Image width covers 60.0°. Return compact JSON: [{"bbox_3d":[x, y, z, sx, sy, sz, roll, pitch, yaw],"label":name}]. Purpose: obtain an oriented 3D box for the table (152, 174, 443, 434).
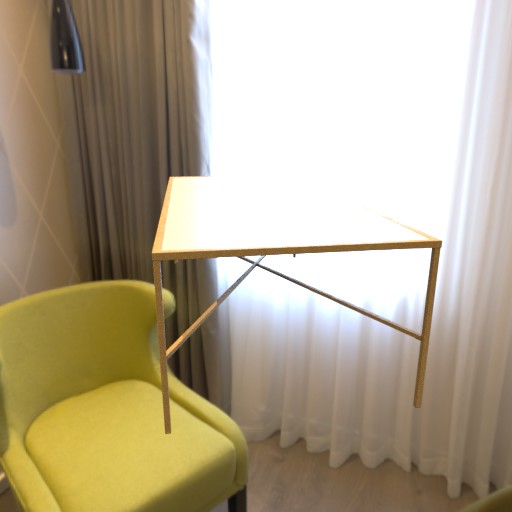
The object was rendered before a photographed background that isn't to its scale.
[{"bbox_3d":[0.000,0.000,1.489,0.580,0.398,1.206,-3,17,-9],"label":"table"}]
